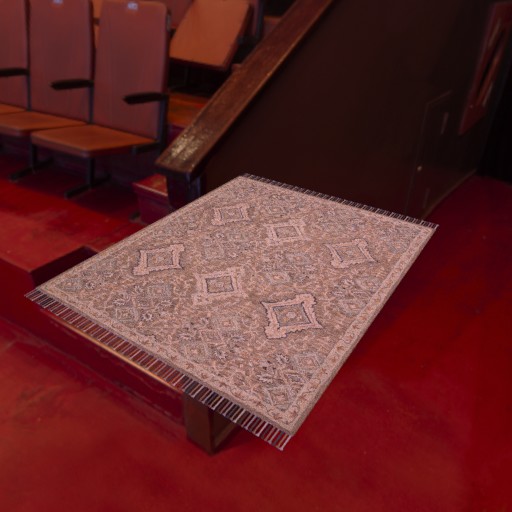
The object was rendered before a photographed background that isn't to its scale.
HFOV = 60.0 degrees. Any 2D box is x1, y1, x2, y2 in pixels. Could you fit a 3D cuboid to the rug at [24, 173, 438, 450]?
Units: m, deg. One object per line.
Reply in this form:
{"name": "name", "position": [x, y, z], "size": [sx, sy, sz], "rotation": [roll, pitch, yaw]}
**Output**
{"name": "rug", "position": [0.000, 0.000, 4.037], "size": [2.437, 0.010, 3.056], "rotation": [20, 38, 28]}
